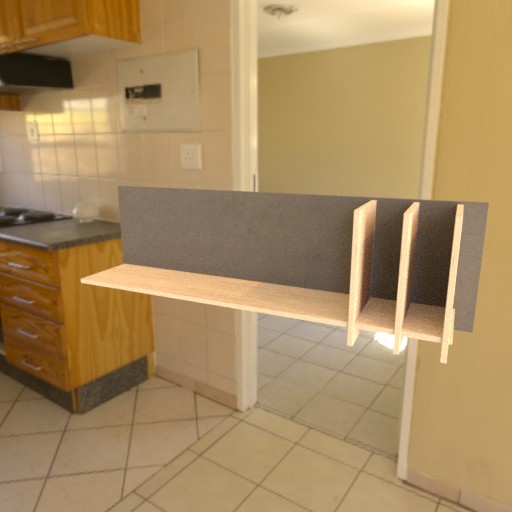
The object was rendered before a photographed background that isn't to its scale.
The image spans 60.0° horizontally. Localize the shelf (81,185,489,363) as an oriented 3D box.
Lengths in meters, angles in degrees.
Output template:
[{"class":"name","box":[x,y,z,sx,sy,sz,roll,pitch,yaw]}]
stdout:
[{"class":"shelf","box":[0.000,0.000,1.116,1.020,0.300,0.200,6,15,24]}]
